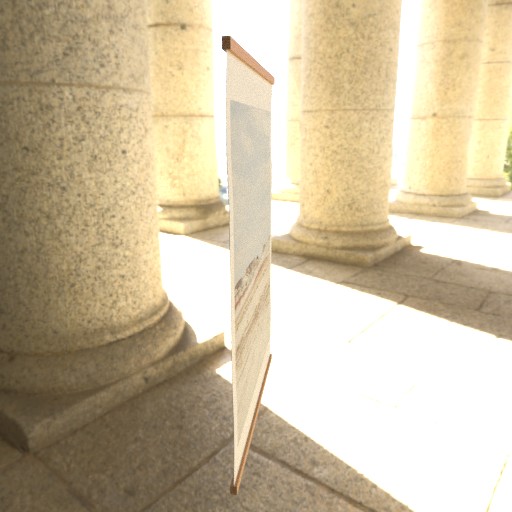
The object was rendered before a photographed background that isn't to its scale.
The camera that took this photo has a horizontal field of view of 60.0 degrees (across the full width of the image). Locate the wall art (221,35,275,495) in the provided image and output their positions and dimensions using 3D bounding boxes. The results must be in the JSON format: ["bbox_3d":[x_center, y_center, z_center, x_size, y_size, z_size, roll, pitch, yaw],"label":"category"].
[{"bbox_3d":[0.000,0.000,1.885,0.025,1.521,1.011,3,16,9],"label":"wall art"}]
